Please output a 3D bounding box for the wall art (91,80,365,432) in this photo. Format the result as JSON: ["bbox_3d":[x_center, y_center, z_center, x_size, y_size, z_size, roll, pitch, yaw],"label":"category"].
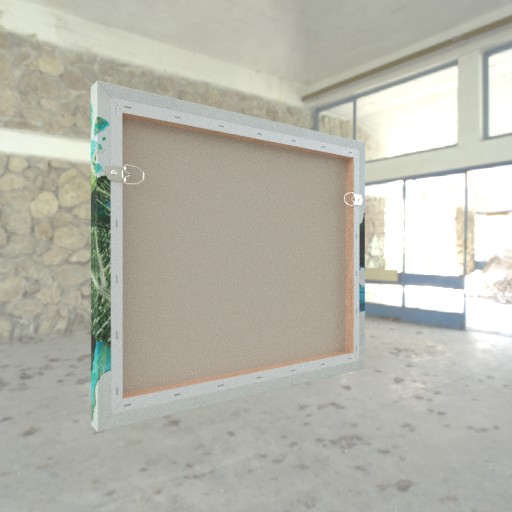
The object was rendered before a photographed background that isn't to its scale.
[{"bbox_3d":[0.000,0.000,0.994,0.711,0.610,0.043,0,0,-37],"label":"wall art"}]
